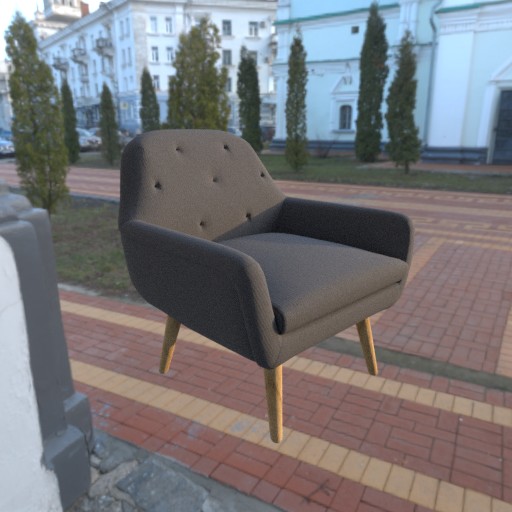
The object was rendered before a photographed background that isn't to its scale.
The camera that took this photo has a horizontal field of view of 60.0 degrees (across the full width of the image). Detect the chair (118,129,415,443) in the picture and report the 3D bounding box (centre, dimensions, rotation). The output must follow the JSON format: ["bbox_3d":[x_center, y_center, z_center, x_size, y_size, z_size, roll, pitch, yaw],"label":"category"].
[{"bbox_3d":[0.000,0.000,1.455,0.770,0.800,0.779,-15,22,-42],"label":"chair"}]
